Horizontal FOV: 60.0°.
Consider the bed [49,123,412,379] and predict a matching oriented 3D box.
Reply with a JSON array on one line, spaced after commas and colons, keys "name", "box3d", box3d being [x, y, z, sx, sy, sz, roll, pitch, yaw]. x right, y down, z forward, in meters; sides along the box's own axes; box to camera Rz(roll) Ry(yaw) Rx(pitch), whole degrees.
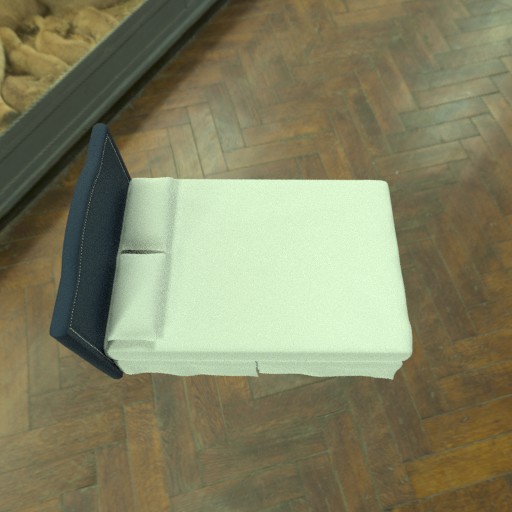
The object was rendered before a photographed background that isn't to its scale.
[{"name": "bed", "box3d": [0.000, 0.000, 3.606, 2.507, 1.441, 1.741, 0, 64, 0]}]
